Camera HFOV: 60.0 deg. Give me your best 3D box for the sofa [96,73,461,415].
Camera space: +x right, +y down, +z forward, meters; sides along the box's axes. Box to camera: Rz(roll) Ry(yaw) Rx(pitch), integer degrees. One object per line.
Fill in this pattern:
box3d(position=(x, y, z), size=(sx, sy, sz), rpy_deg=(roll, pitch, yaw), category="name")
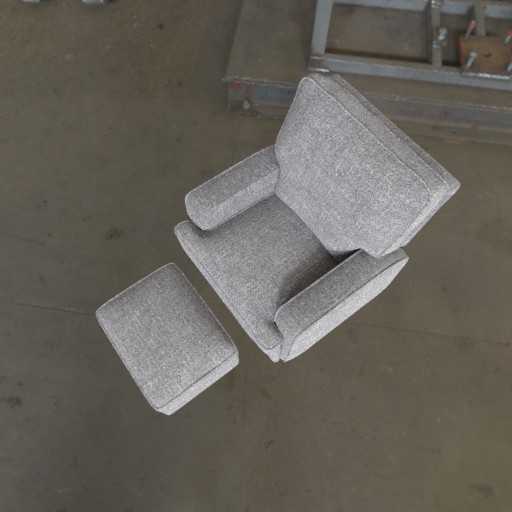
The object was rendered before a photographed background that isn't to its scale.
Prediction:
box3d(position=(0.000, 0.000, 1.999), size=(1.472, 0.959, 0.861), rpy_deg=(-34, 70, -15), category="sofa")
